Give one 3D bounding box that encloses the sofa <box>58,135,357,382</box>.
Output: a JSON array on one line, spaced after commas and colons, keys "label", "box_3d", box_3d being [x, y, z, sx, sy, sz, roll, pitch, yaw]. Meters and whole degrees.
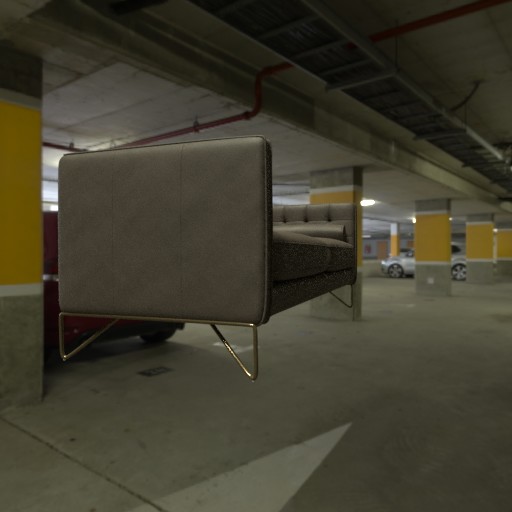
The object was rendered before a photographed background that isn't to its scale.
[{"label": "sofa", "box_3d": [0.000, 0.000, 2.494, 0.867, 0.789, 2.087, 0, 0, 21]}]
